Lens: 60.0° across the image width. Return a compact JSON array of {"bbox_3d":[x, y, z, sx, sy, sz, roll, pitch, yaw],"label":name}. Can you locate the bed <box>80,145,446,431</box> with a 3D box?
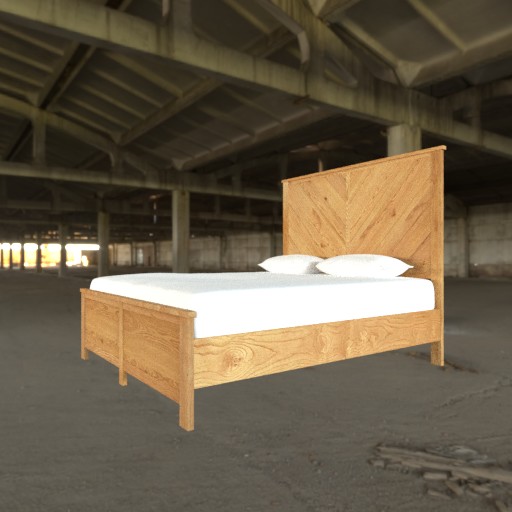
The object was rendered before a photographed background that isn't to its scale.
[{"bbox_3d":[0.000,0.000,3.540,2.201,1.686,1.936,0,0,-36],"label":"bed"}]
